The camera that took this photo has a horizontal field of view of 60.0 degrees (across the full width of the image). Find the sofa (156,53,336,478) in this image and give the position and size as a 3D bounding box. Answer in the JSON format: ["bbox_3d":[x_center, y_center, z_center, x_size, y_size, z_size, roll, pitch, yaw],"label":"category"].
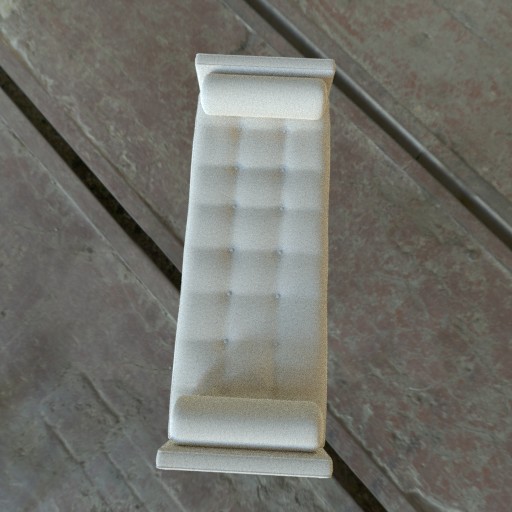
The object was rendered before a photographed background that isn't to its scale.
[{"bbox_3d":[0.000,0.000,2.324,0.746,0.641,1.985,3,76,1],"label":"sofa"}]
